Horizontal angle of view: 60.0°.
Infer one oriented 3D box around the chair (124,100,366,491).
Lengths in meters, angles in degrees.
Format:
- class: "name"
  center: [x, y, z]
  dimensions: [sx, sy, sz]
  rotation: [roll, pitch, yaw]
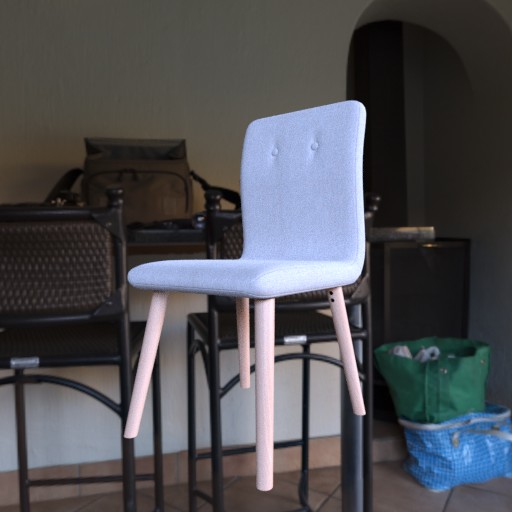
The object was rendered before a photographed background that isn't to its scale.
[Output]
- class: "chair"
  center: [0.000, 0.000, 1.176]
  dimensions: [0.435, 0.885, 0.550]
  rotation: [1, 1, 36]
